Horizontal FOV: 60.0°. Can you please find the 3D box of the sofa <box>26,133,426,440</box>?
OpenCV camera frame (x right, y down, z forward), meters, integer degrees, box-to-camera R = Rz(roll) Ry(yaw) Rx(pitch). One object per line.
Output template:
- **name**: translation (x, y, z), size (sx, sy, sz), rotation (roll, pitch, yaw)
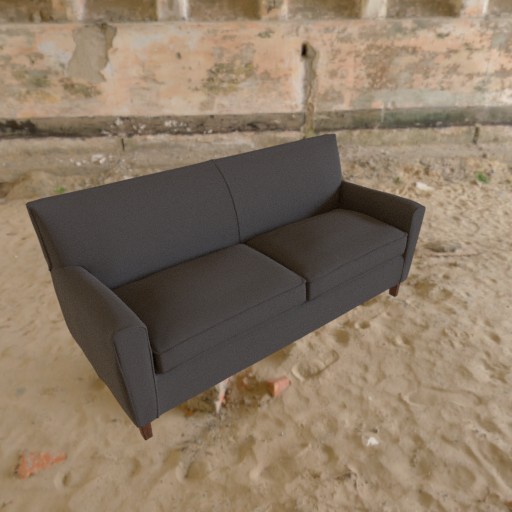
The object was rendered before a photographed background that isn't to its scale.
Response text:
- **sofa**: translation (0.000, 0.000, 2.457), size (2.002, 0.907, 0.843), rotation (-21, 36, -33)
